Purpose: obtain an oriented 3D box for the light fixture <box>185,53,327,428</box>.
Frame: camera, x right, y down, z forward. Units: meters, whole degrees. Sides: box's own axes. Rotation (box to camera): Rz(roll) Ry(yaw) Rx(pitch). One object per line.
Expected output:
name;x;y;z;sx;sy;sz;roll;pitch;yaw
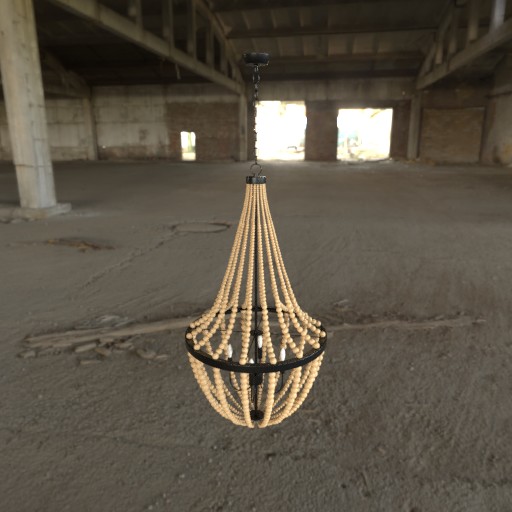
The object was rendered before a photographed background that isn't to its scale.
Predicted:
light fixture;0.000;0.000;1.355;0.450;1.133;0.450;0;15;0
